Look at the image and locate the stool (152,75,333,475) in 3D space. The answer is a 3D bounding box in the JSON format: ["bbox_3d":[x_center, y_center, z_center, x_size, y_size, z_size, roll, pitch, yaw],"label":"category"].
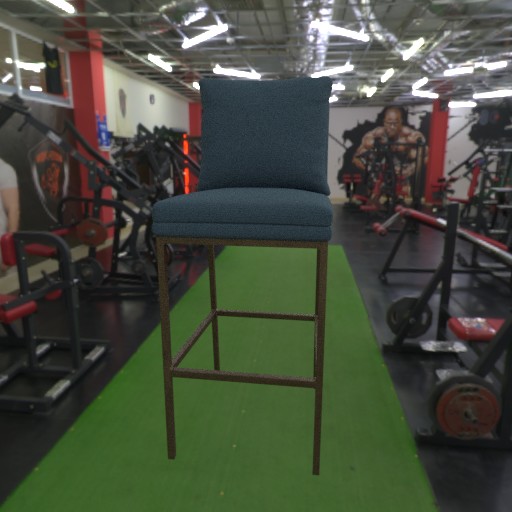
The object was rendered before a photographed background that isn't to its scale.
[{"bbox_3d":[0.000,0.000,1.406,0.463,1.124,0.568,2,13,9],"label":"stool"}]
